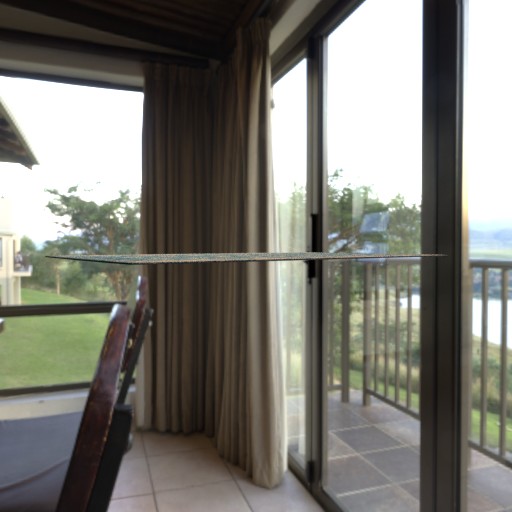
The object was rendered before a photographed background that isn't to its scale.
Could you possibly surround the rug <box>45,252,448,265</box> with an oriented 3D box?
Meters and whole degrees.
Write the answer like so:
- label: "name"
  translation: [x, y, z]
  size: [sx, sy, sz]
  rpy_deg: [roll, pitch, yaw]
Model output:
- label: "rug"
  translation: [0.000, 0.000, 2.287]
  size: [1.795, 0.008, 1.102]
  rpy_deg: [-1, 2, -37]
